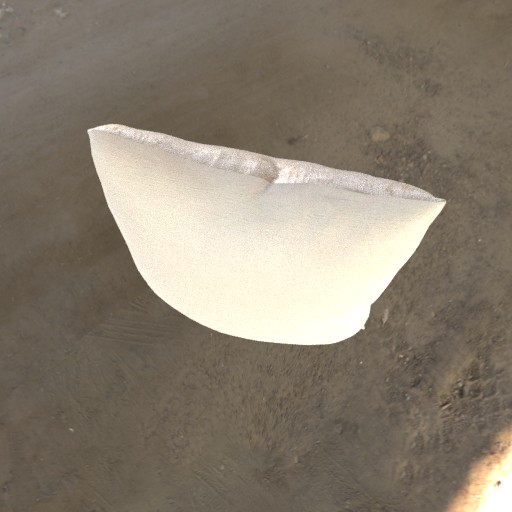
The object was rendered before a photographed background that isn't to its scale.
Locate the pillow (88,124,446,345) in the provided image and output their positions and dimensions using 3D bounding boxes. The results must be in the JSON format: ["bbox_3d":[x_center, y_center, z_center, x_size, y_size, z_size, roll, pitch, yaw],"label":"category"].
[{"bbox_3d":[0.000,0.000,0.720,0.450,0.448,0.245,15,65,7],"label":"pillow"}]
